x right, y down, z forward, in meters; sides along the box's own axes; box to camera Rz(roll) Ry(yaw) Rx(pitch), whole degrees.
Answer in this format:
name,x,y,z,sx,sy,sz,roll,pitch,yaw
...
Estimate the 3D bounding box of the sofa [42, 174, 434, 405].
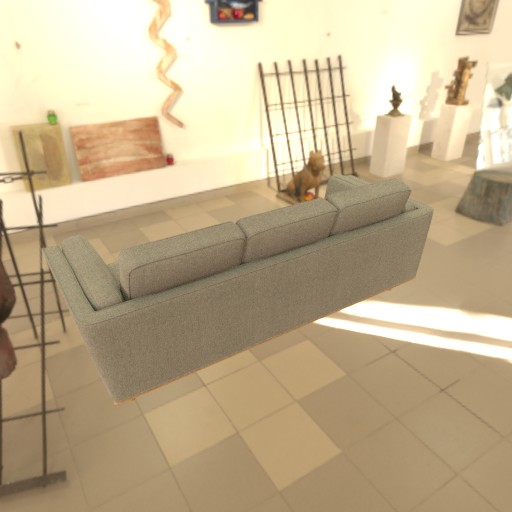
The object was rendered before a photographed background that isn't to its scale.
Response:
name,x,y,z,sx,sy,sz,roll,pitch,yaw
sofa,0.000,0.000,2.873,2.362,0.899,0.903,-17,34,-28
